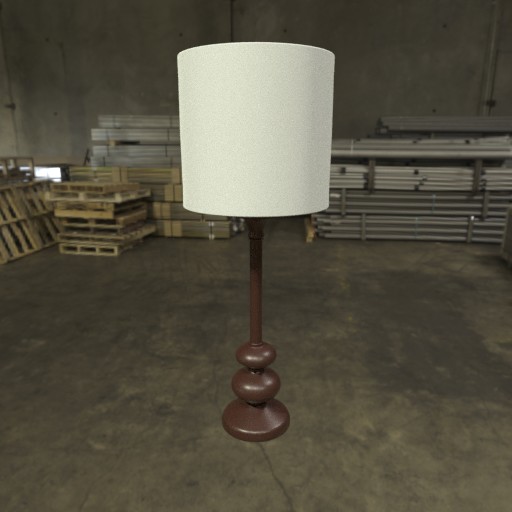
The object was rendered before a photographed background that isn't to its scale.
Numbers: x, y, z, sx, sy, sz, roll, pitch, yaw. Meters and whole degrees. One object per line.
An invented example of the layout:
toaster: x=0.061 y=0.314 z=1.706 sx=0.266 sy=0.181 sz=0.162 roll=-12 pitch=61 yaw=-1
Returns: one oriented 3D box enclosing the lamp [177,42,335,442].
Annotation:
lamp: x=0.000 y=0.000 z=0.808 sx=0.254 sy=0.690 sz=0.254 roll=2 pitch=15 yaw=8
